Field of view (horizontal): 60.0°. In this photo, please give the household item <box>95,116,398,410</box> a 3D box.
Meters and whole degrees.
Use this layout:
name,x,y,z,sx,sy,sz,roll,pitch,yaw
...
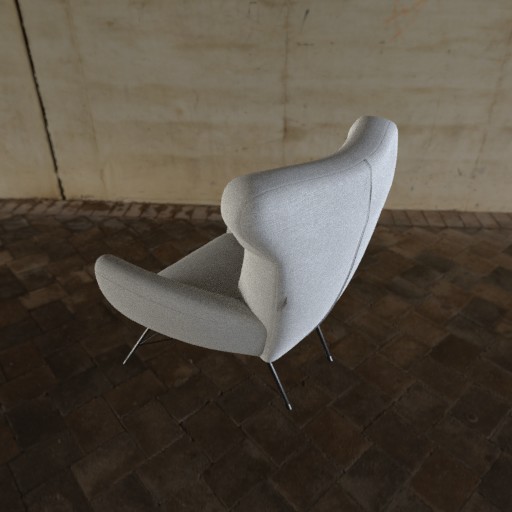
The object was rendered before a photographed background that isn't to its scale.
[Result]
name,x,y,z,sx,sy,sz,roll,pitch,yaw
household item,0.000,0.000,1.799,0.900,1.050,0.980,21,37,30
